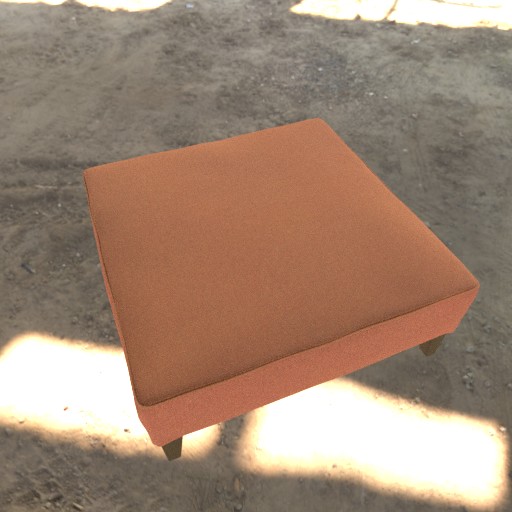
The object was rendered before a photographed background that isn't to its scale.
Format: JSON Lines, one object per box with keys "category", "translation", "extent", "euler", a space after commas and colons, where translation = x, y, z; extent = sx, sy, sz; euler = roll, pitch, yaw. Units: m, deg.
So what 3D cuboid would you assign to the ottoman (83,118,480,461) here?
{"category": "ottoman", "translation": [0.000, 0.000, 1.550], "extent": [0.999, 0.438, 0.997], "euler": [-17, 49, -15]}
